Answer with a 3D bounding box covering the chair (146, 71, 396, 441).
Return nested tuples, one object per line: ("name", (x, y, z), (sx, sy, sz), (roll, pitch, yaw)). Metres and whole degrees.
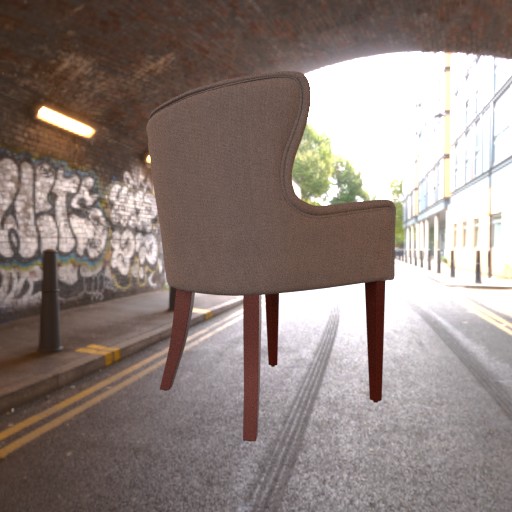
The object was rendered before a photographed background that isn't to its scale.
("chair", (0.000, 0.000, 1.479), (0.677, 0.948, 0.732), (-1, 2, -37))
